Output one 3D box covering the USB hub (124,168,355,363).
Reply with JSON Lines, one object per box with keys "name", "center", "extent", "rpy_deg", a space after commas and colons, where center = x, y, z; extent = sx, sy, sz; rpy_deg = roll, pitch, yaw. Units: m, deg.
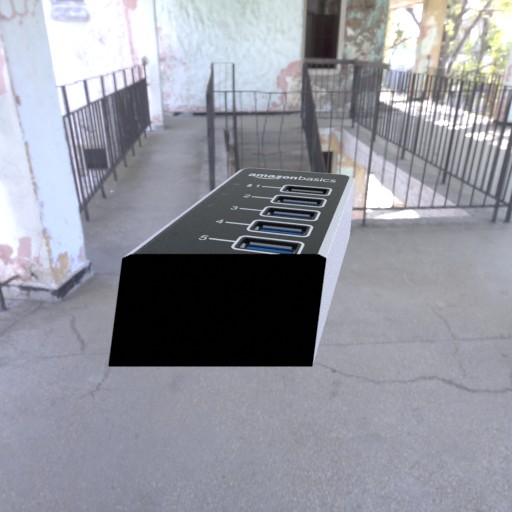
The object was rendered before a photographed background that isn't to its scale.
{"name": "USB hub", "center": [0.000, 0.000, 0.126], "extent": [0.044, 0.023, 0.110], "rpy_deg": [7, 26, 15]}
